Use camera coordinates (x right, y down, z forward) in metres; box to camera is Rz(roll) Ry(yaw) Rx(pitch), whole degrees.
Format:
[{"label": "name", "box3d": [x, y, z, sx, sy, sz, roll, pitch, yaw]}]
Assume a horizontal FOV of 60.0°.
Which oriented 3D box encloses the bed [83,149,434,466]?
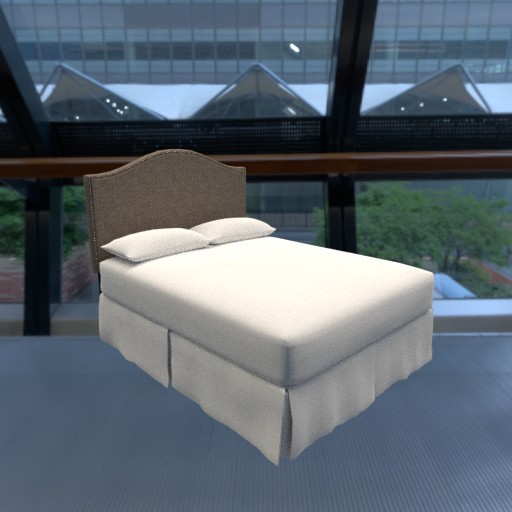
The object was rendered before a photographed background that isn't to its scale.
[{"label": "bed", "box3d": [0.000, 0.000, 3.292, 1.713, 1.518, 2.153, -14, 20, -43]}]
